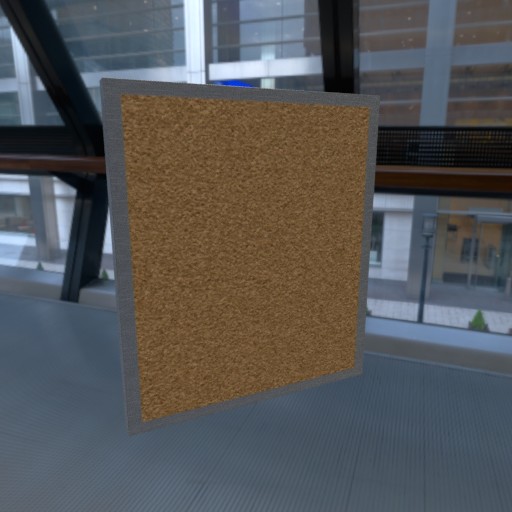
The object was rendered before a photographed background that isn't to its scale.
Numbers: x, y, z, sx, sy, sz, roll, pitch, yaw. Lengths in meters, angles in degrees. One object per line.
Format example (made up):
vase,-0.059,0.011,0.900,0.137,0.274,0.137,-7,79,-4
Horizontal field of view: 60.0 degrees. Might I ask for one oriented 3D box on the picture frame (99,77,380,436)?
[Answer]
picture frame,0.000,0.000,0.533,0.327,0.378,0.027,-6,15,-25
